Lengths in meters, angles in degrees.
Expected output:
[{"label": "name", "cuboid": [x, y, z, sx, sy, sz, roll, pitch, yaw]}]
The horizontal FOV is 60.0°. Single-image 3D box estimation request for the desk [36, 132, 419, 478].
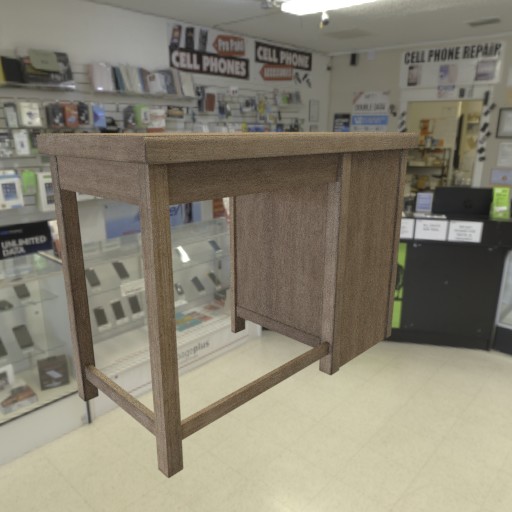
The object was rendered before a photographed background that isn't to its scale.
[{"label": "desk", "cuboid": [0.000, 0.000, 1.707, 0.610, 0.912, 1.289, 15, 22, 42]}]
